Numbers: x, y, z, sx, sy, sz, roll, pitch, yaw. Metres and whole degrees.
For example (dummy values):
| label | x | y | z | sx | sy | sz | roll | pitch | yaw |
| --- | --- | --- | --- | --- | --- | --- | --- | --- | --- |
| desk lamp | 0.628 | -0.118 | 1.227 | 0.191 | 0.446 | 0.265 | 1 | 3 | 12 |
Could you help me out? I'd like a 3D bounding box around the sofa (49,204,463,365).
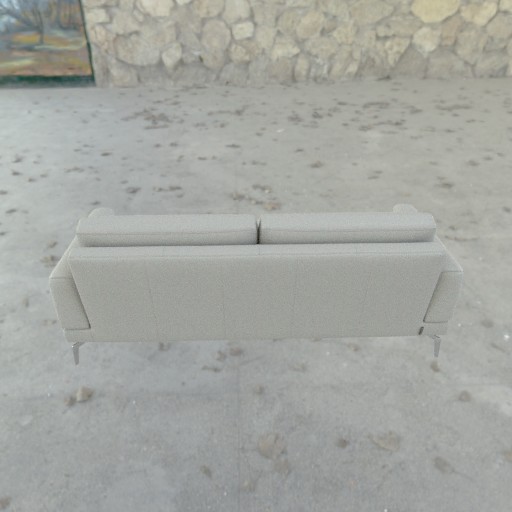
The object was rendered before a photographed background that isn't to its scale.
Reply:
| label | x | y | z | sx | sy | sz | roll | pitch | yaw |
| --- | --- | --- | --- | --- | --- | --- | --- | --- | --- |
| sofa | 0.000 | 0.000 | 2.449 | 1.940 | 0.765 | 0.974 | -1 | 31 | -1 |
